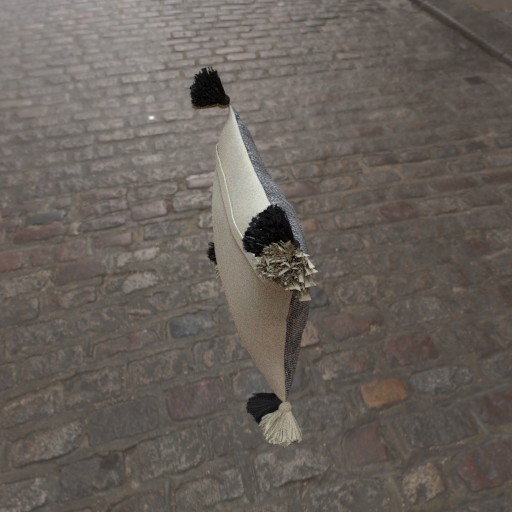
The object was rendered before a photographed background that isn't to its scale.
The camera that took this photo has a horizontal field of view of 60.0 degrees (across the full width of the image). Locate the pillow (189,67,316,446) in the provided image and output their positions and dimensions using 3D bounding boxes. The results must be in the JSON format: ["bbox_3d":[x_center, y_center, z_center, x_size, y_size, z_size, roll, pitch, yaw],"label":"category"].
[{"bbox_3d":[0.000,0.000,0.982,0.170,0.659,0.654,-11,48,-10],"label":"pillow"}]
